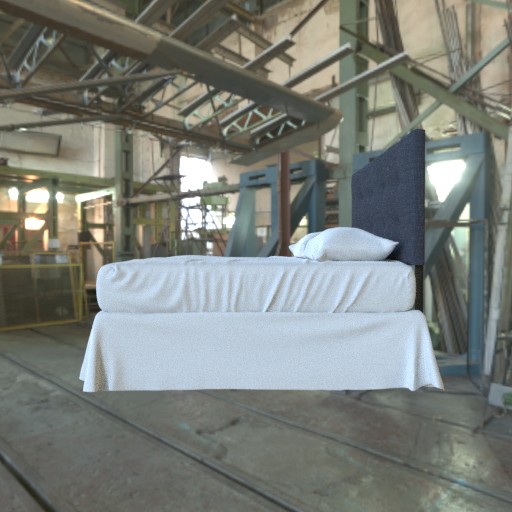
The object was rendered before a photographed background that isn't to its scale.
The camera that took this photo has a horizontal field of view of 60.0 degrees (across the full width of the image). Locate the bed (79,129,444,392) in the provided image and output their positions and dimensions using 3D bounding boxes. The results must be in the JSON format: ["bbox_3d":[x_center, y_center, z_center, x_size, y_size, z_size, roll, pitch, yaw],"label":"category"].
[{"bbox_3d":[0.000,0.000,3.489,2.222,1.577,1.936,0,1,-1],"label":"bed"}]
